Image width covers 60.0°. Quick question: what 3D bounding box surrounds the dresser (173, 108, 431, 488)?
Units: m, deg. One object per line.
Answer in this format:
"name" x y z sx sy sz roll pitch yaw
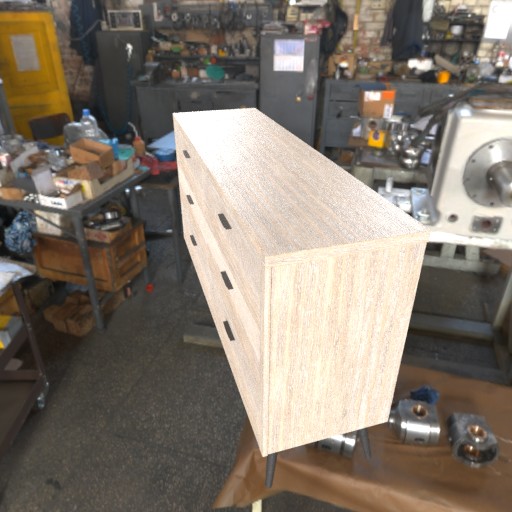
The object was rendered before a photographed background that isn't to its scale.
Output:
"dresser" 0.000 0.000 1.917 0.457 0.914 1.524 -9 31 -15
